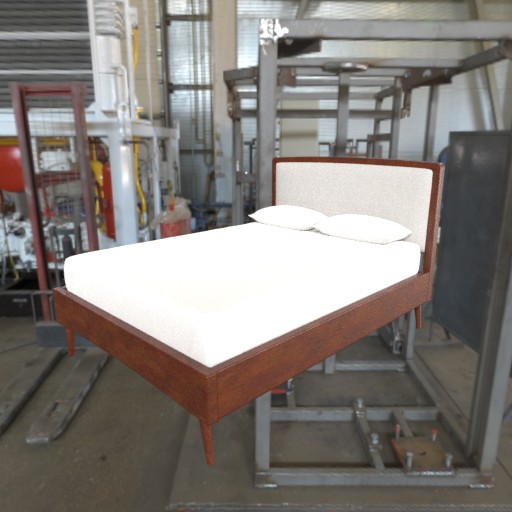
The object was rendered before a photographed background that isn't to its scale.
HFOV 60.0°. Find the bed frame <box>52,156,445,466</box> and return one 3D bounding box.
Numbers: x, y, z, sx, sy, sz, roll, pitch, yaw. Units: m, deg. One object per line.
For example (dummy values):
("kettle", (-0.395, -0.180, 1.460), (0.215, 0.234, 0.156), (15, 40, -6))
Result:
("bed frame", (0.000, 0.000, 3.051), (1.587, 1.279, 2.171), (14, 20, 43))
